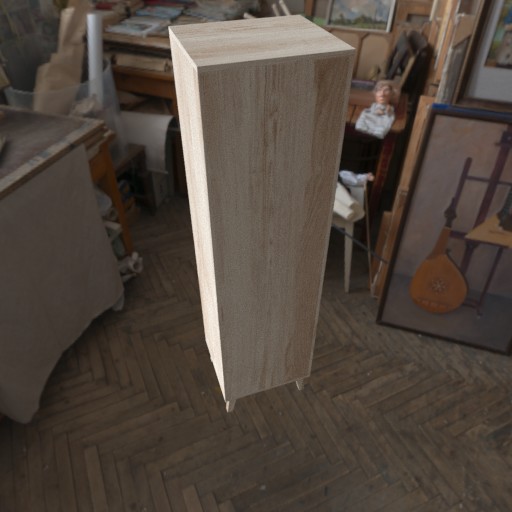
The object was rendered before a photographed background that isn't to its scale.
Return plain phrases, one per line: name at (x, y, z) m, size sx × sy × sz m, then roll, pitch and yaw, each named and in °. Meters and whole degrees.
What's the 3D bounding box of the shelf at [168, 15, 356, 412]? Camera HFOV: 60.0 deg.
shelf at (0.000, 0.000, 2.135) m, size 0.510 × 1.960 × 0.450 m, roll -13°, pitch 43°, yaw -14°
